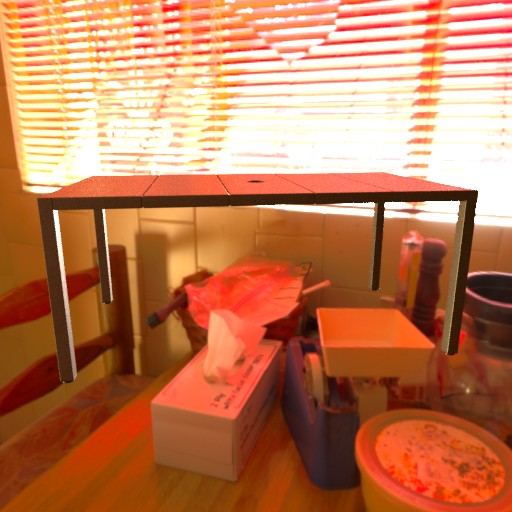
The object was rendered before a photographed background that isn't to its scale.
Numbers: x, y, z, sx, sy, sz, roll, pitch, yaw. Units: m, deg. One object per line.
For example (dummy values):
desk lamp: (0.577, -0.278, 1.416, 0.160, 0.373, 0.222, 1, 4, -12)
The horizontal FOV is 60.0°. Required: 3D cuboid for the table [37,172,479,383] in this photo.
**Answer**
table: (0.000, 0.000, 2.194, 1.680, 0.735, 0.914, -2, 15, -8)
